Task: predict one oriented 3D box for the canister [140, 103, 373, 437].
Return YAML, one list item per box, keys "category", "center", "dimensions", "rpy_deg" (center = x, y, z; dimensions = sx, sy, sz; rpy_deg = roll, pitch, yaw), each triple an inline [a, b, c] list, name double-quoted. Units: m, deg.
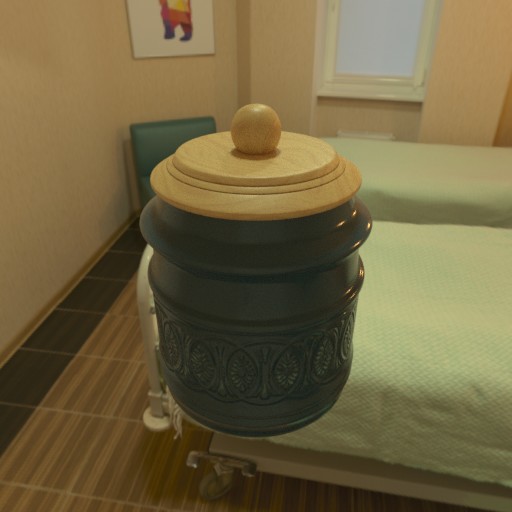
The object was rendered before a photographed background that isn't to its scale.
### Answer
- category: "canister"
  center: [0.000, 0.000, 0.268]
  dimensions: [0.130, 0.176, 0.130]
  rpy_deg: [0, 30, 0]
